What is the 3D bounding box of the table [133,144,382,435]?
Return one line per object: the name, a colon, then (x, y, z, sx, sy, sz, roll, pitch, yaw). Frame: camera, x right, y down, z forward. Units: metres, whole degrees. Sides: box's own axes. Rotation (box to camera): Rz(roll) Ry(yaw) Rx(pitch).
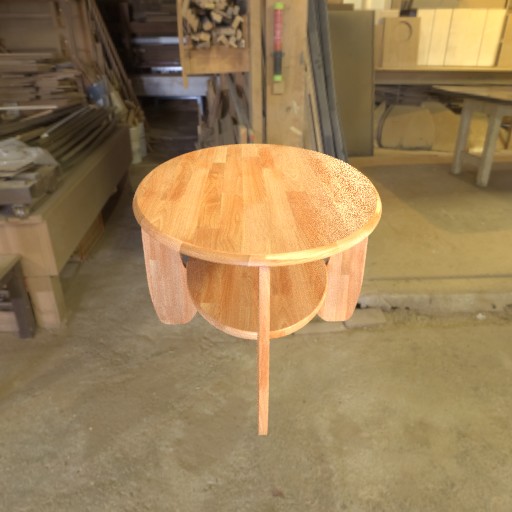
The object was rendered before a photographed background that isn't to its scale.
table: (0.000, 0.000, 1.390, 0.690, 0.490, 1.040, -1, 26, -2)
